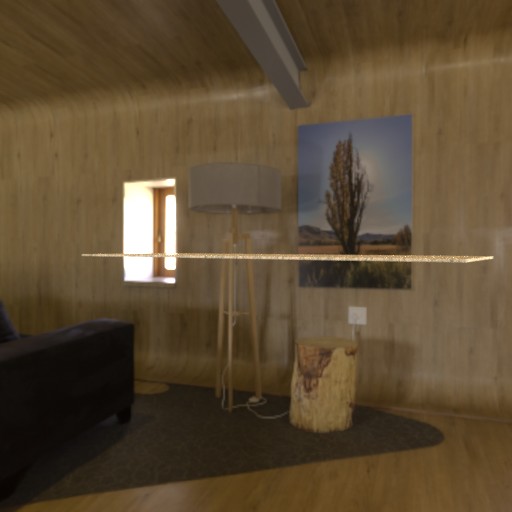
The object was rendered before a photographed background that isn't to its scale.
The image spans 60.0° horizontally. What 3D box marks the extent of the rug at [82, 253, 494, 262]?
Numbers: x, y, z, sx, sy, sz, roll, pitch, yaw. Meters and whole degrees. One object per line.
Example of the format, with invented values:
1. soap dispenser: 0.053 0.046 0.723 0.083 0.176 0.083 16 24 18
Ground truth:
1. rug: 0.000 0.000 2.494 2.290 0.014 0.700 1 1 35
